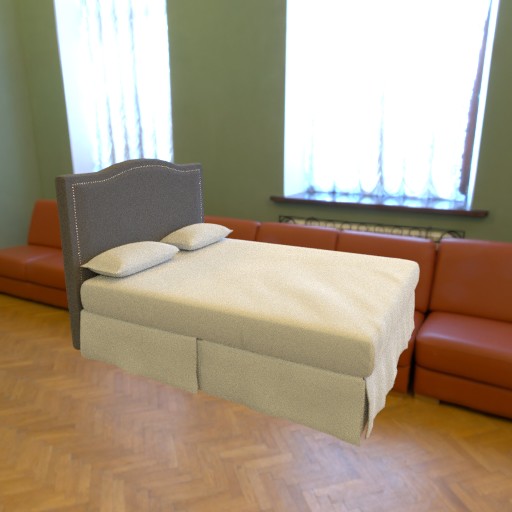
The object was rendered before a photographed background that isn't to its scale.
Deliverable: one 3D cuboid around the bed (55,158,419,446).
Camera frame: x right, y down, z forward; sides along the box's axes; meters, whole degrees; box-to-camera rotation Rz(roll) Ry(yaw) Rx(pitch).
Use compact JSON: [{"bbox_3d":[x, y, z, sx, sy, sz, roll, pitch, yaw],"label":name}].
[{"bbox_3d":[0.000,0.000,3.451,2.282,1.436,1.821,8,17,26],"label":"bed"}]
